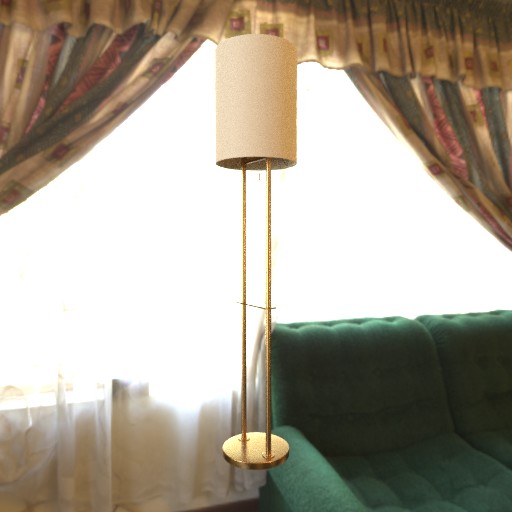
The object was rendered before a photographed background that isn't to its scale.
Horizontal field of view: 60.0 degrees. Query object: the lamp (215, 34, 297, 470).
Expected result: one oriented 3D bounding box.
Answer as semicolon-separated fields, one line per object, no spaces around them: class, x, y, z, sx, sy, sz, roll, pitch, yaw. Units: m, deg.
lamp;0.000;0.000;1.661;0.305;1.500;0.306;-1;2;-34
